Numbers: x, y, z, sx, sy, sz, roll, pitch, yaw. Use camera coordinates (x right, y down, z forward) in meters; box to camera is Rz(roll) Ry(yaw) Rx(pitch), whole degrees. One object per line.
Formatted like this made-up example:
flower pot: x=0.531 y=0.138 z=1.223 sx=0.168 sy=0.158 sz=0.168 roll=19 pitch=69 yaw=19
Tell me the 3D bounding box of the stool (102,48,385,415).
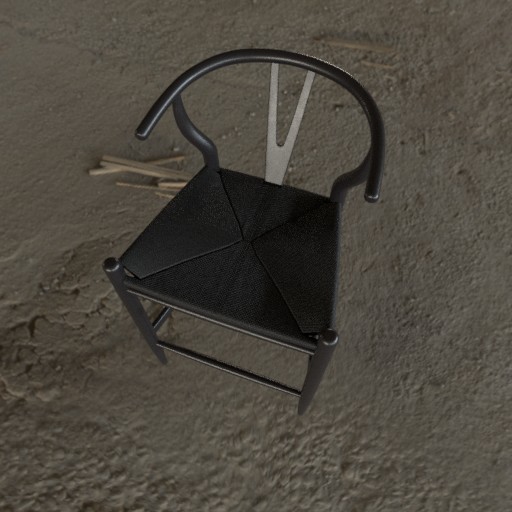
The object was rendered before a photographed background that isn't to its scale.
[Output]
stool: x=0.000 y=0.000 z=1.315 sx=0.569 sy=0.970 sz=0.579 roll=17 pitch=60 yaw=10
